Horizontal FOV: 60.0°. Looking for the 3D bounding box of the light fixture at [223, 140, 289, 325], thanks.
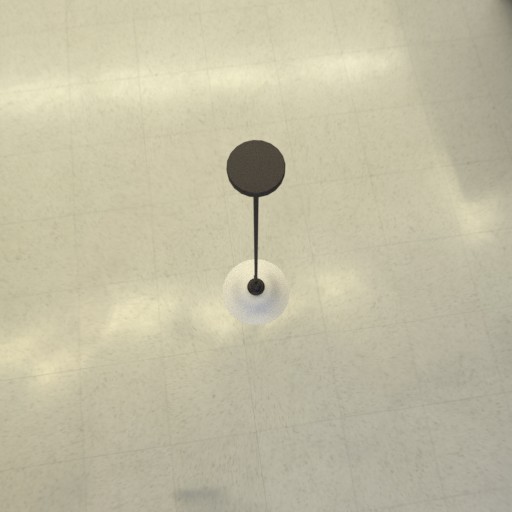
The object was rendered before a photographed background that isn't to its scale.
[{"bbox_3d":[0.000,0.000,1.498,0.324,1.337,0.324,-5,75,-1],"label":"light fixture"}]
